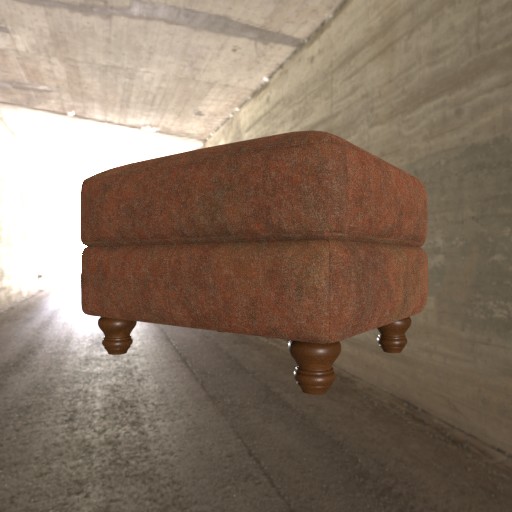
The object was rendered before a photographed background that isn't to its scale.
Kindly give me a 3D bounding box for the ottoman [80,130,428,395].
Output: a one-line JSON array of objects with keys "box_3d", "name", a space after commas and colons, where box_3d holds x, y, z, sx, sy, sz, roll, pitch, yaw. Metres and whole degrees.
[{"box_3d": [0.000, 0.000, 1.171, 0.787, 0.508, 0.635, 0, -1, 35], "name": "ottoman"}]
